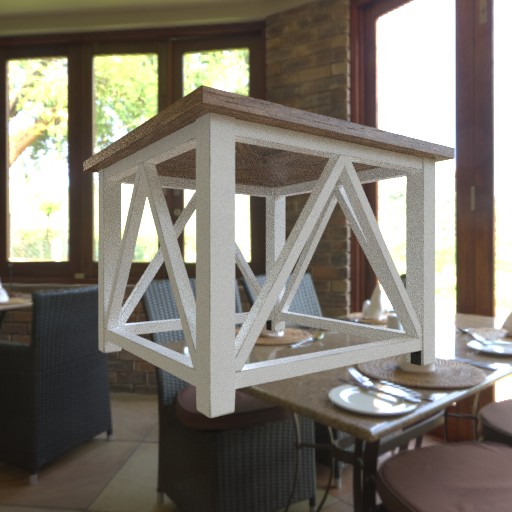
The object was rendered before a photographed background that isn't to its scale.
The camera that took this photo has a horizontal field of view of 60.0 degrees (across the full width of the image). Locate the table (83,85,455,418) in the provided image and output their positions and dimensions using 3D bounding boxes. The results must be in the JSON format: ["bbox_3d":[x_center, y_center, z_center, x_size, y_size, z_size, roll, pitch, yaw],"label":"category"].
[{"bbox_3d":[0.000,0.000,1.170,0.700,0.532,0.700,0,0,-35],"label":"table"}]
